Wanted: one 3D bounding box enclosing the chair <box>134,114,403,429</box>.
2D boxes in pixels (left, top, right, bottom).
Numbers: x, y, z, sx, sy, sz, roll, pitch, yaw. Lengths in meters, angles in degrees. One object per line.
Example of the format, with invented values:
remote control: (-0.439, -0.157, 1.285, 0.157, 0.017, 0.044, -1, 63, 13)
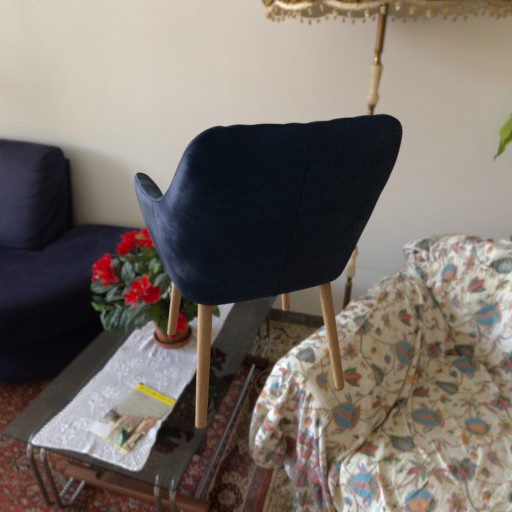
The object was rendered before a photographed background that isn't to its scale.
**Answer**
chair: (0.000, 0.000, 1.213, 0.578, 0.826, 0.573, -10, 30, -17)
